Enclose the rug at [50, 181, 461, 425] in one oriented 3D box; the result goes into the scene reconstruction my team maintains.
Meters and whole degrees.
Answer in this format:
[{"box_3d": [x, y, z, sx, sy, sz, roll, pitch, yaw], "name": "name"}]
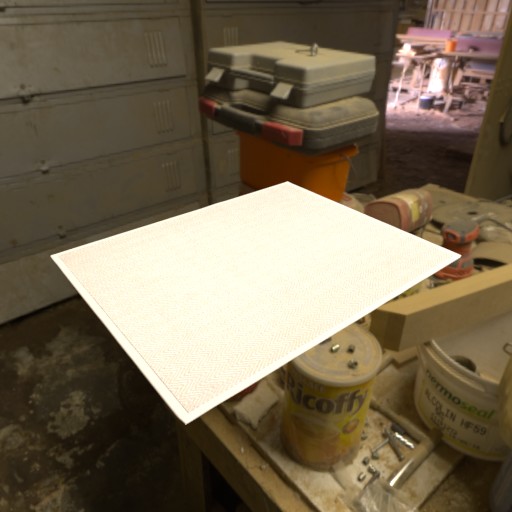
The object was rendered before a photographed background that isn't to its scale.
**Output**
[{"box_3d": [0.000, 0.000, 4.141, 3.009, 0.019, 2.423, -22, 37, -33], "name": "rug"}]
